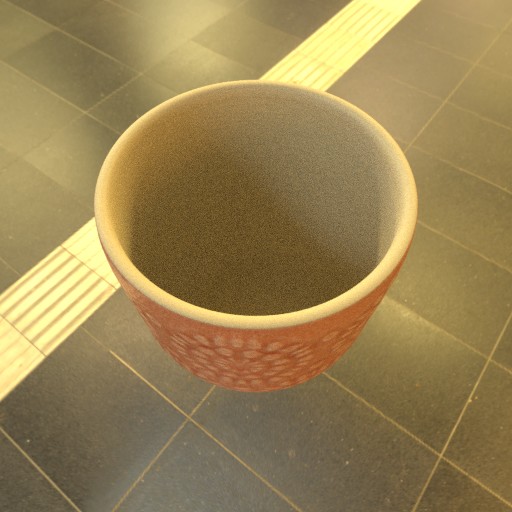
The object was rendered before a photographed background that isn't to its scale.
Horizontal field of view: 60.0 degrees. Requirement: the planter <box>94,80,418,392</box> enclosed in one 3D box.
[{"bbox_3d":[0.000,0.000,0.215,0.124,0.109,0.124,0,58,0],"label":"planter"}]
